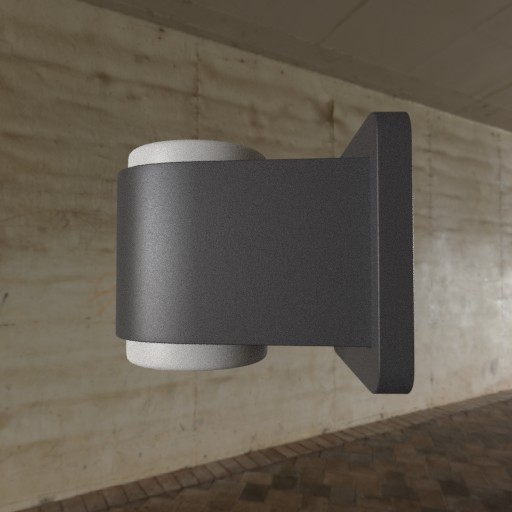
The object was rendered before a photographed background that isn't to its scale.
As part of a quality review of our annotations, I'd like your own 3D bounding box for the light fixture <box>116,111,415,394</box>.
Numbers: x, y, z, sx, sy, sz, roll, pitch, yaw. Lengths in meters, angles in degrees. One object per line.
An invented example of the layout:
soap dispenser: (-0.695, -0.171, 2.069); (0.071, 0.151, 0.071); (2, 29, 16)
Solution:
light fixture: (0.000, 0.000, 0.215); (0.132, 0.109, 0.109); (0, -2, 1)
